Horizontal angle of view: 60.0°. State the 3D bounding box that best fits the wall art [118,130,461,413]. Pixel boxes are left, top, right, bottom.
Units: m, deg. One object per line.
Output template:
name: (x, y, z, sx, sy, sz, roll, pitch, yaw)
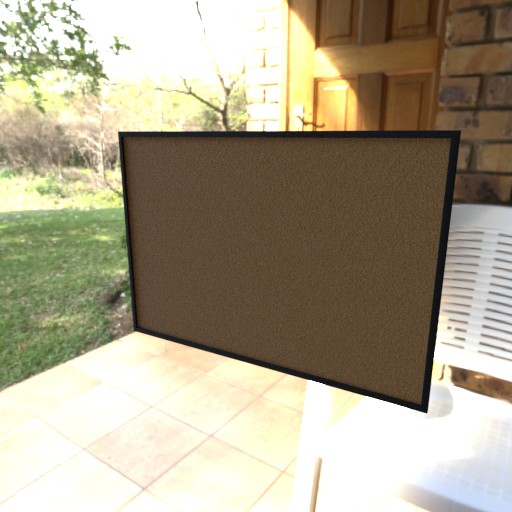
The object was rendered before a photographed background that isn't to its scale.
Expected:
wall art: (0.000, 0.000, 1.225, 0.963, 0.665, 0.013, 8, 18, 28)
